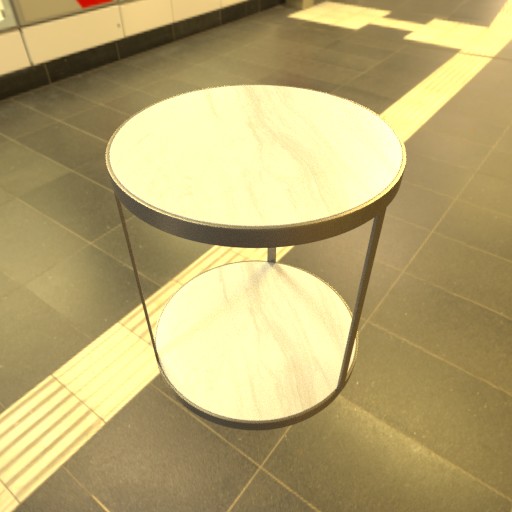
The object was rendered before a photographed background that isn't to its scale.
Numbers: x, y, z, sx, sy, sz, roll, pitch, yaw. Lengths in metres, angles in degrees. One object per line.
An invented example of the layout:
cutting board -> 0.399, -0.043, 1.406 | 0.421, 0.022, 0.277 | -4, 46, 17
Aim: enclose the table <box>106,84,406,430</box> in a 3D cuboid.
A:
table -> 0.000, 0.000, 0.834 | 0.445, 0.479, 0.445 | 0, 42, 0
